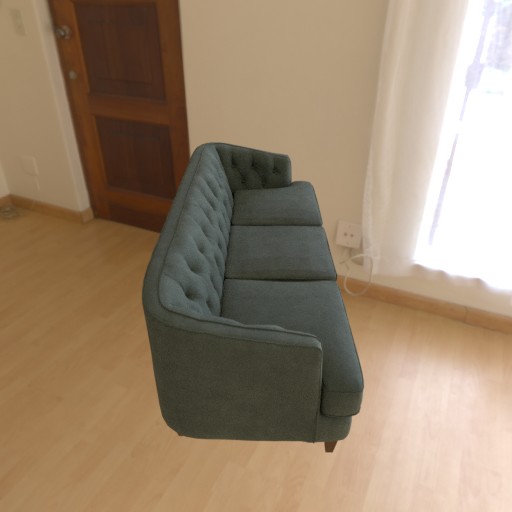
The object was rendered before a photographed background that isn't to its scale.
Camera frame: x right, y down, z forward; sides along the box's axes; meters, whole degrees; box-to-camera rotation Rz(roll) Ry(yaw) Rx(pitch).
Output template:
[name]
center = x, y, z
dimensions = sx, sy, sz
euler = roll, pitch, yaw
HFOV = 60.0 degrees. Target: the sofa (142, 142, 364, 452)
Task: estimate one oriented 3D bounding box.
[sofa]
center = 0.000, 0.000, 2.776
dimensions = 0.941, 0.855, 2.278
euler = 0, 31, 0
